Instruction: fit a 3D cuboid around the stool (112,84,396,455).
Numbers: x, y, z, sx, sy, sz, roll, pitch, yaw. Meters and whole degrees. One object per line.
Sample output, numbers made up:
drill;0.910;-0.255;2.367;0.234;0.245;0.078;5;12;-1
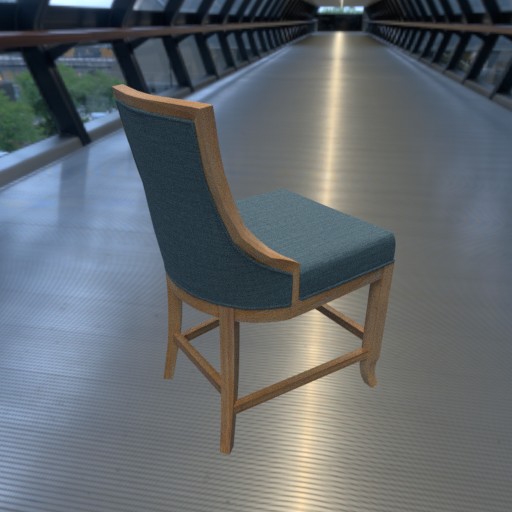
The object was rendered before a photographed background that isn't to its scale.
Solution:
stool;0.000;0.000;1.295;0.626;0.938;0.524;-18;32;-32
